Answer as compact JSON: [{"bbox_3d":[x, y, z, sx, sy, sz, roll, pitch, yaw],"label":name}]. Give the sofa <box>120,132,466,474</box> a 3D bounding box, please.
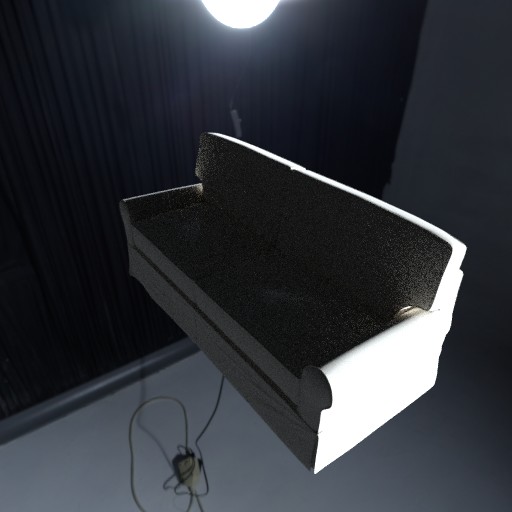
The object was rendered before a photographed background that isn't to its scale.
[{"bbox_3d":[0.000,0.000,2.497,0.862,0.937,2.021,-21,37,-30],"label":"sofa"}]
